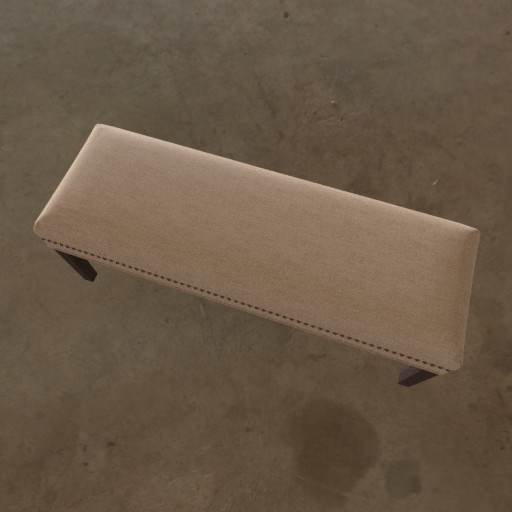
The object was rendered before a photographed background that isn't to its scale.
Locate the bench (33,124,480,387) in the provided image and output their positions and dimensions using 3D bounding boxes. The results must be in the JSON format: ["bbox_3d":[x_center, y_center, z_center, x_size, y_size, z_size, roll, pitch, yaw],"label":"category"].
[{"bbox_3d":[0.000,0.000,1.419,1.219,0.457,0.410,17,66,8],"label":"bench"}]
